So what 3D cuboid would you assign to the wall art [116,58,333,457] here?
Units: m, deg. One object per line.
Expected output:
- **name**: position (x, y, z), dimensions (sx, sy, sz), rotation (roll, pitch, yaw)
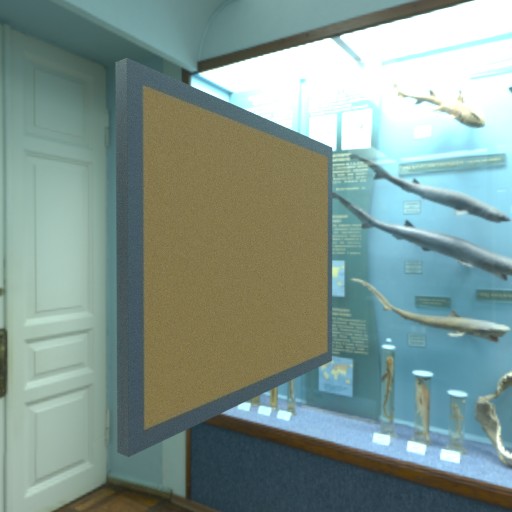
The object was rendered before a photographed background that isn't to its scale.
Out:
- **wall art**: position (0.000, 0.000, 0.896), dimensions (0.026, 0.558, 0.660), rotation (1, 1, 35)
